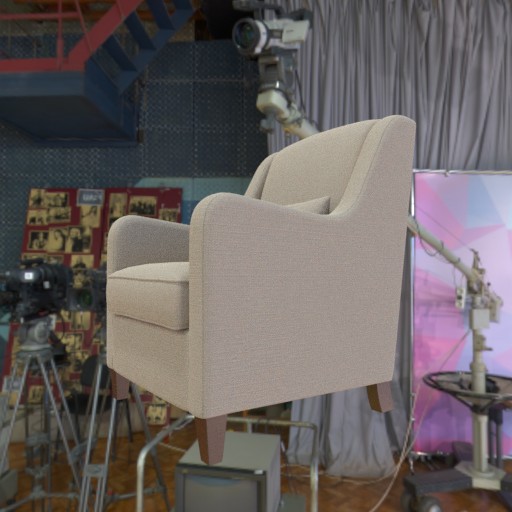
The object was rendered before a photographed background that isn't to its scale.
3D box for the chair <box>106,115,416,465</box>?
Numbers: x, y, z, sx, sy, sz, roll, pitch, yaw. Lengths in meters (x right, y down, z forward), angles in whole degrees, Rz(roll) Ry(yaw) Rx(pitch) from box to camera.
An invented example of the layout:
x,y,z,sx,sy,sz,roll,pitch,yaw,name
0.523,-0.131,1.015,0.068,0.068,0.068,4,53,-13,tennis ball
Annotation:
x,y,z,sx,sy,sz,roll,pitch,yaw,name
0.000,0.000,1.562,0.896,1.017,0.715,1,-1,-36,chair
